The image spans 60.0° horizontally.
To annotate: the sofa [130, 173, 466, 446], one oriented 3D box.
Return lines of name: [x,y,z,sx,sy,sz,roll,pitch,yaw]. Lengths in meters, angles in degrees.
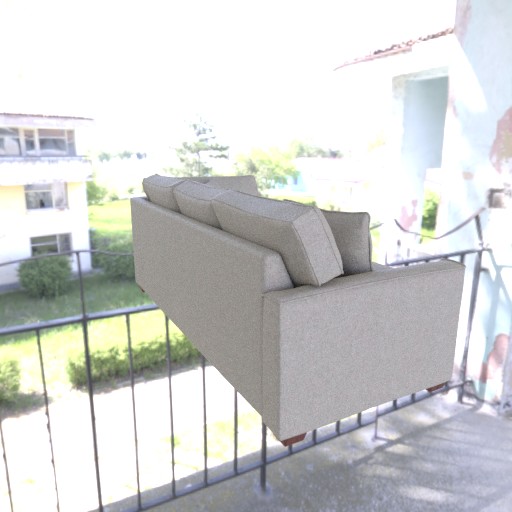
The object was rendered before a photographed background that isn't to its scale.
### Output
sofa: [0.000,0.000,2.825,1.061,0.962,2.317,-8,16,-28]
